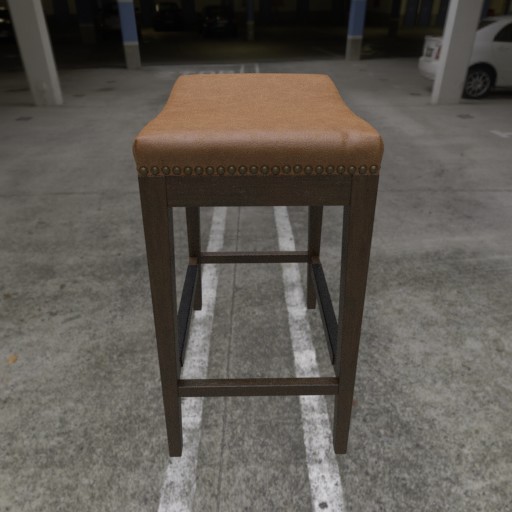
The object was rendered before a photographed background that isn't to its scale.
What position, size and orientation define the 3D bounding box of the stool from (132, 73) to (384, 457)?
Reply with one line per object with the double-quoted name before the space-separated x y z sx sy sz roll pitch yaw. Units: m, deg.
"stool" 0.000 0.000 0.946 0.361 0.660 0.500 -1 32 -1
